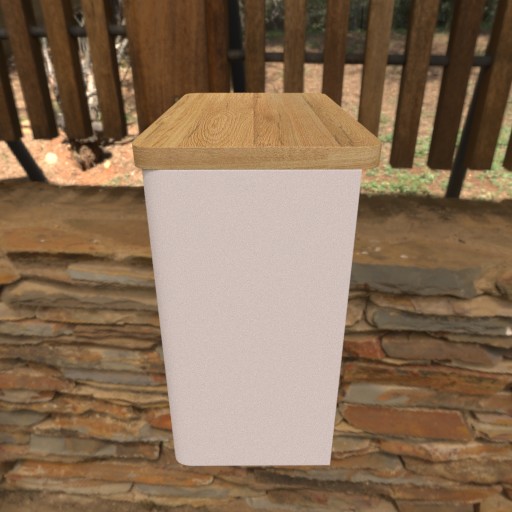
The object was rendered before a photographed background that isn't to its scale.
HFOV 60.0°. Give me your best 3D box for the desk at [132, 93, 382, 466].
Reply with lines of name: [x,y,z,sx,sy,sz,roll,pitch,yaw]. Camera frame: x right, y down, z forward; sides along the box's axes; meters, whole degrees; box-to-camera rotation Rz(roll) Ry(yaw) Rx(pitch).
desk: [0.000,0.000,1.260,0.440,0.790,0.760,0,27,0]
